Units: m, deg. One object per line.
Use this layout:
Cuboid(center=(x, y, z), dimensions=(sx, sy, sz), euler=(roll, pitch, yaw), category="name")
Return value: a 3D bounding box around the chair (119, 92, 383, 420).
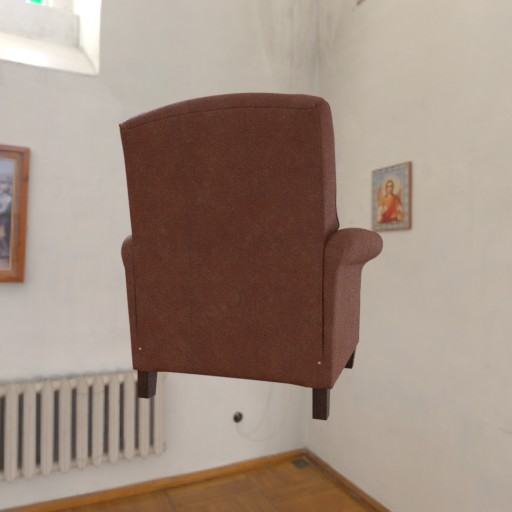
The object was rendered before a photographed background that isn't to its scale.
Cuboid(center=(0.000, 0.000, 1.856), dimensions=(0.978, 1.061, 0.902), euler=(0, 0, 19), category="chair")
